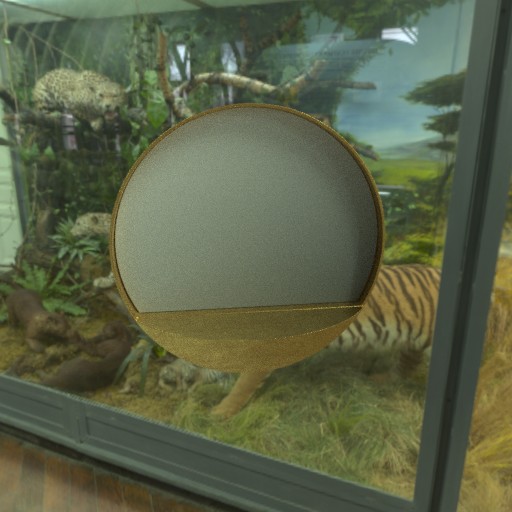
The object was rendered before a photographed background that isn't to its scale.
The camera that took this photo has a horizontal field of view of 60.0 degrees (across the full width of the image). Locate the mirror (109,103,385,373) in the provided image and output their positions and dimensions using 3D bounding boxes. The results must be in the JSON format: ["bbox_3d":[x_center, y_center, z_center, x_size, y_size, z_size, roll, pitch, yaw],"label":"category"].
[{"bbox_3d":[0.000,0.000,0.695,0.457,0.457,0.133,-2,17,-8],"label":"mirror"}]
